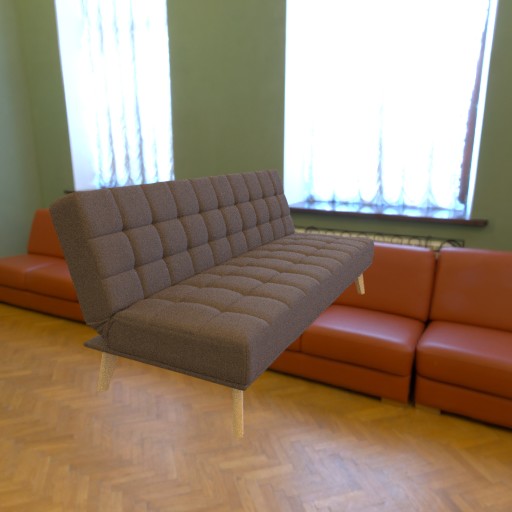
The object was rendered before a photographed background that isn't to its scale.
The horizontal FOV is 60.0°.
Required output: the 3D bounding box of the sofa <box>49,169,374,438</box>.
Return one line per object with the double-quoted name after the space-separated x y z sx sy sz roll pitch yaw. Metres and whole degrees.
0.000 0.000 2.336 0.860 0.810 1.800 7 16 26 "sofa"
